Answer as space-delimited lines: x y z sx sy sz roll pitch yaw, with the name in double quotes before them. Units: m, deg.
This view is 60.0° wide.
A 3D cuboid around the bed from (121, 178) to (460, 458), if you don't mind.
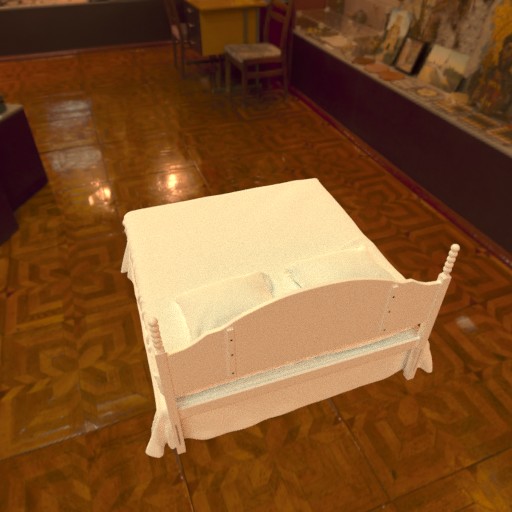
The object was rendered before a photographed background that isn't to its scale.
"bed" 0.000 0.000 3.696 2.322 1.355 2.219 -12 41 -14
